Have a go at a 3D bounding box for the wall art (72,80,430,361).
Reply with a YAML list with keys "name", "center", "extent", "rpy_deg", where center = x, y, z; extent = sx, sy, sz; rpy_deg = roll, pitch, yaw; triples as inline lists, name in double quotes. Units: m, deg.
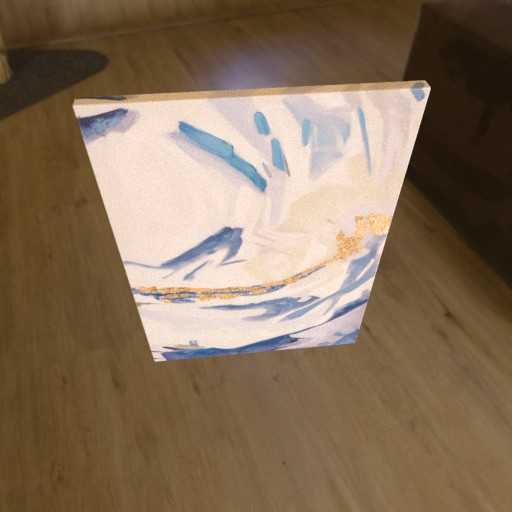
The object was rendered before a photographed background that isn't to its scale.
- name: "wall art"
  center: [0.000, 0.000, 1.313]
  extent: [0.761, 1.015, 0.038]
  rpy_deg: [-4, 47, -4]
